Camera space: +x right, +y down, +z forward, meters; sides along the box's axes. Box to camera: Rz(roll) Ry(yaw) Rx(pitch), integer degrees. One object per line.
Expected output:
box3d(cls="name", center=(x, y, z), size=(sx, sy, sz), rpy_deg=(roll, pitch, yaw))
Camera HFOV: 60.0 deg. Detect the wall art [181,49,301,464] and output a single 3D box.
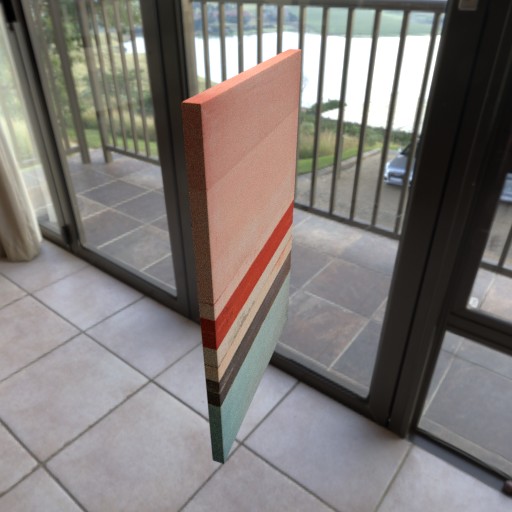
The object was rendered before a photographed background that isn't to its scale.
box3d(cls="wall art", center=(0.000, 0.000, 1.160), size=(0.038, 0.914, 0.610), rpy_deg=(11, 34, 16))
